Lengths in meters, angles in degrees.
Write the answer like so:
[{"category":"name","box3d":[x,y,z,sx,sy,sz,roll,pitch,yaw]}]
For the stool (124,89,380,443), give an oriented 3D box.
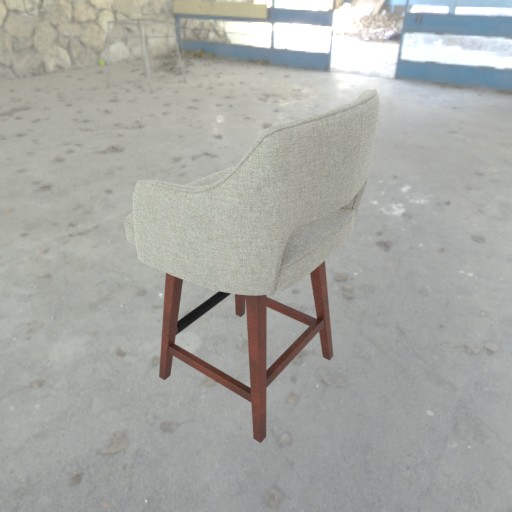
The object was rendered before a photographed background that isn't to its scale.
[{"category":"stool","box3d":[0.000,0.000,1.310,0.558,0.944,0.599,21,37,31]}]
